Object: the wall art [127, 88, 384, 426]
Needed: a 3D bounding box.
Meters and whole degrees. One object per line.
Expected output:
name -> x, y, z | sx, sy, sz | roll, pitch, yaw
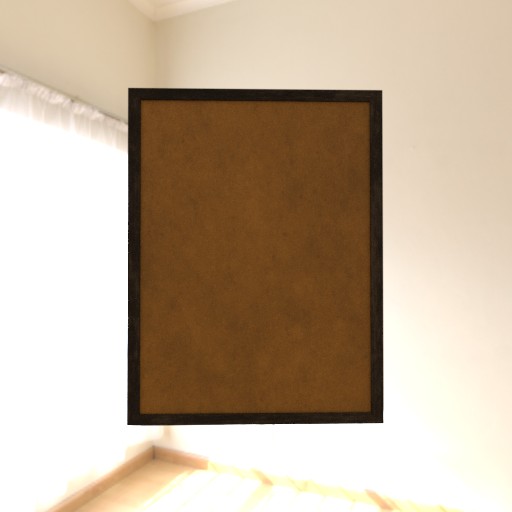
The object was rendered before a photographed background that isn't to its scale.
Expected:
wall art -> 0.000, 0.000, 1.421 | 0.812, 1.066, 0.029 | 0, -1, -1
